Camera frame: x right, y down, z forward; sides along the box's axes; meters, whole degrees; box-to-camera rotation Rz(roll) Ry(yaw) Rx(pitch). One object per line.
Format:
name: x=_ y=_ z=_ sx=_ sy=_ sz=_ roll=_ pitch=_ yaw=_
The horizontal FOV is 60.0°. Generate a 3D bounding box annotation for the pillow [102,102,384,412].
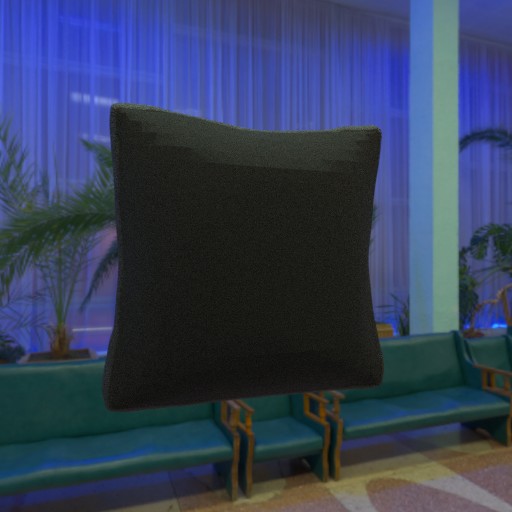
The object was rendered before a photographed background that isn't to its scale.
pillow: x=0.000 y=0.000 z=0.813 sx=0.533 sy=0.523 sz=0.210 roll=0 pitch=0 yaw=-19
